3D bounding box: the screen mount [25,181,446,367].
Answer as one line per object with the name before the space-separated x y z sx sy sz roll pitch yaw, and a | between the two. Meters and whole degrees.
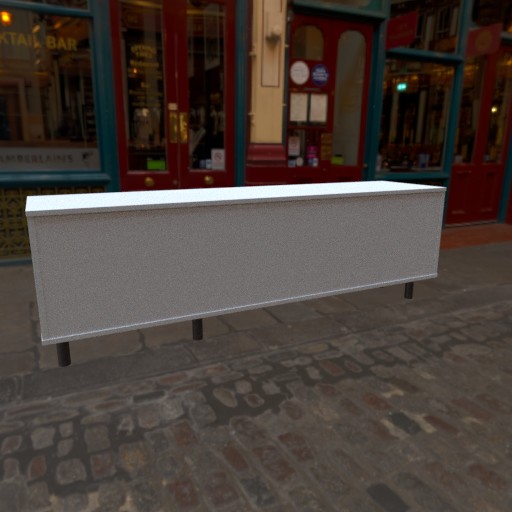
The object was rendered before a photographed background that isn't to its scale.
screen mount | 0.000 0.000 1.792 1.600 0.520 0.418 -7 15 -25
